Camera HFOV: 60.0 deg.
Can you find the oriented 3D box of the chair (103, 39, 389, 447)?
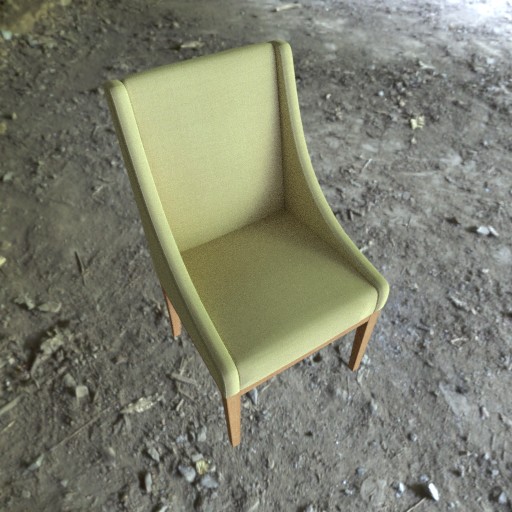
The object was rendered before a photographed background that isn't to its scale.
[{"bbox_3d":[0.000,0.000,1.371,0.575,1.021,0.611,-25,51,-22],"label":"chair"}]
